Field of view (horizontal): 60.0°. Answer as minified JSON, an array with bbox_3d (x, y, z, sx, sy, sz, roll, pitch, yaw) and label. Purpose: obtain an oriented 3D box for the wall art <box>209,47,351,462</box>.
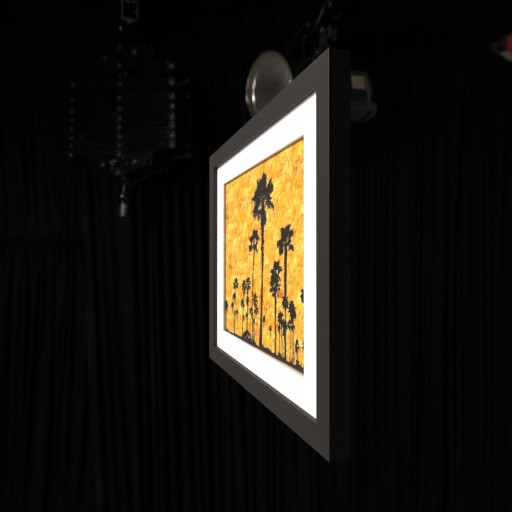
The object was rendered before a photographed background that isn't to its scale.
[{"bbox_3d":[0.000,0.000,0.759,0.028,0.460,0.561,0,-1,-20],"label":"wall art"}]
